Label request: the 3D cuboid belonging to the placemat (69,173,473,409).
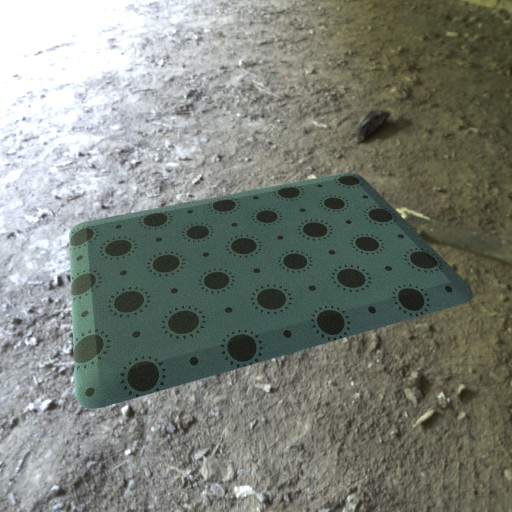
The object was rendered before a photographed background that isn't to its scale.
[{"bbox_3d":[0.000,0.000,0.954,0.762,0.021,0.508,-13,43,-14],"label":"placemat"}]
